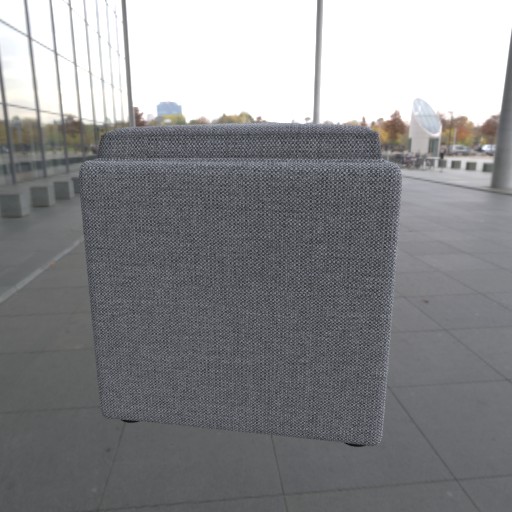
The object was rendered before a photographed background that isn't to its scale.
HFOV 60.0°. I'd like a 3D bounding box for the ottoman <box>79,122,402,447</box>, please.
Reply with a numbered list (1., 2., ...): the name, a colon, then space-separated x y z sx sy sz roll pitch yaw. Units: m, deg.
1. ottoman: 0.000 0.000 0.846 0.454 0.487 0.436 2 14 9
